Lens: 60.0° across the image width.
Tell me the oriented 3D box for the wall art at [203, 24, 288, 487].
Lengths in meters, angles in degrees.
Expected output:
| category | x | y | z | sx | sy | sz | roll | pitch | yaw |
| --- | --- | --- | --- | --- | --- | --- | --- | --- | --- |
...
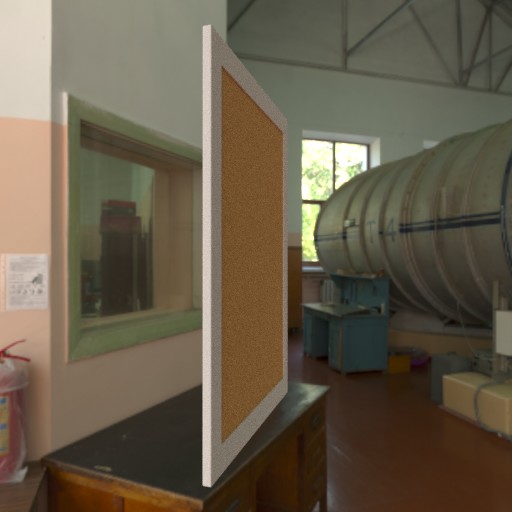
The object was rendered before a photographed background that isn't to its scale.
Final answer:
| category | x | y | z | sx | sy | sz | roll | pitch | yaw |
| --- | --- | --- | --- | --- | --- | --- | --- | --- | --- |
| wall art | 0.000 | 0.000 | 0.685 | 0.012 | 0.529 | 0.374 | 0 | 0 | 17 |
